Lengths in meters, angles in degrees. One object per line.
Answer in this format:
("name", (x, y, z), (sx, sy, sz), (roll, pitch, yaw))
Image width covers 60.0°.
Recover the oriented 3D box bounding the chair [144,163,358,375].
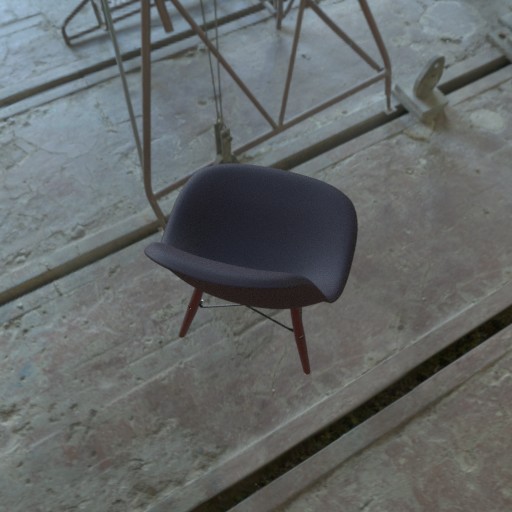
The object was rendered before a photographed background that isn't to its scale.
("chair", (0.000, 0.000, 1.119), (0.470, 0.826, 0.533), (13, 63, 7))
